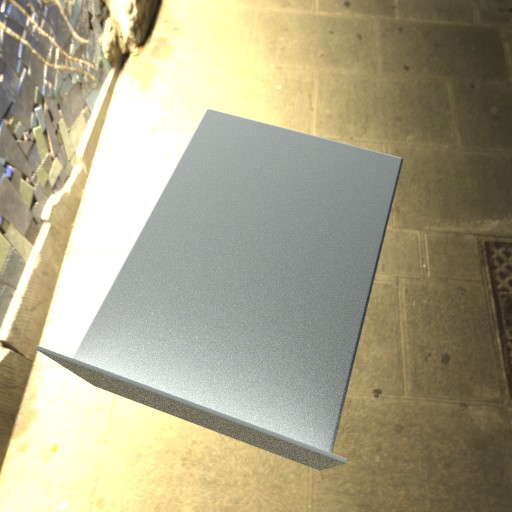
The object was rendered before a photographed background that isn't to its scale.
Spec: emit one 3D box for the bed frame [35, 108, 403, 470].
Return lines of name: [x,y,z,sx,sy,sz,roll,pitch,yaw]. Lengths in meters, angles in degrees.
bed frame: [0.000,0.000,2.610,1.400,0.800,1.900,17,64,9]
